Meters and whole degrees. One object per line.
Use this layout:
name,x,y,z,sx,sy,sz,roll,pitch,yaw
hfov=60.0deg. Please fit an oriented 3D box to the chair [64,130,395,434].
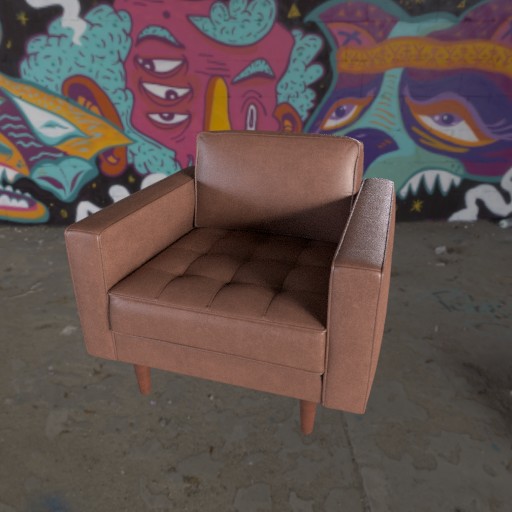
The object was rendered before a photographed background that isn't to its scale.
chair,0.000,0.000,1.562,0.920,0.770,0.900,8,26,16
